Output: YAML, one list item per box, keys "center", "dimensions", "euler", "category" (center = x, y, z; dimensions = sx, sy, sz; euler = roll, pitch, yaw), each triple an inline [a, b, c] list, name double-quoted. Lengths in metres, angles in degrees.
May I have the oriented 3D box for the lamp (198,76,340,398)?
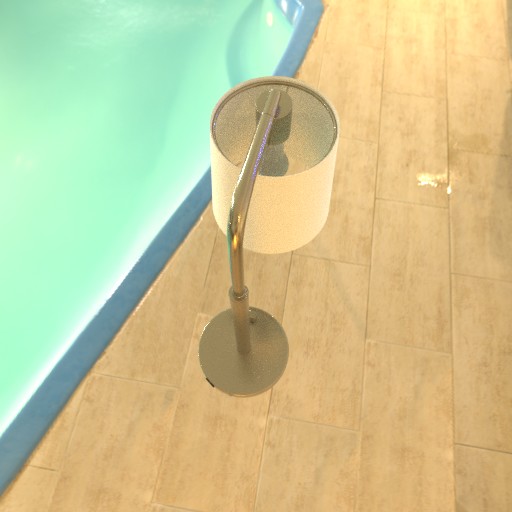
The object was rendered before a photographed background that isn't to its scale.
- center: [0.000, 0.000, 0.641]
  dimensions: [0.171, 0.489, 0.333]
  euler: [14, 65, 7]
  category: "lamp"
